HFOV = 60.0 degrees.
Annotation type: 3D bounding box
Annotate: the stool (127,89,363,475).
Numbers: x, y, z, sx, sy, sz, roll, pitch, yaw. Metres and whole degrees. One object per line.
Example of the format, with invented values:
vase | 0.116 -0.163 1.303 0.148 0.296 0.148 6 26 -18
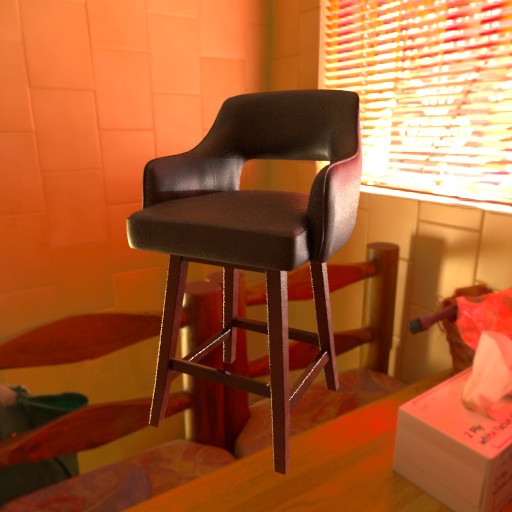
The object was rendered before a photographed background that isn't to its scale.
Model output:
stool | 0.000 0.000 1.269 0.550 0.936 0.560 8 17 26
